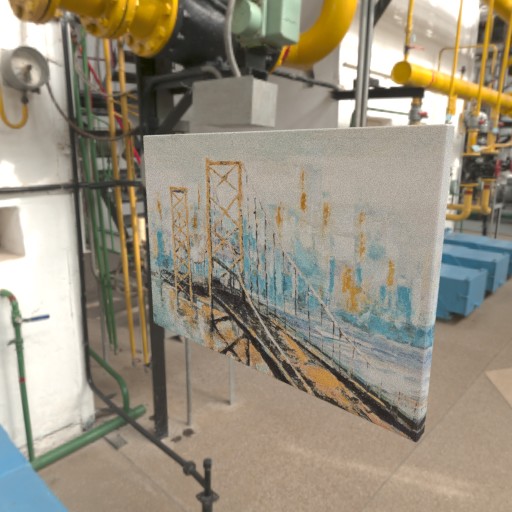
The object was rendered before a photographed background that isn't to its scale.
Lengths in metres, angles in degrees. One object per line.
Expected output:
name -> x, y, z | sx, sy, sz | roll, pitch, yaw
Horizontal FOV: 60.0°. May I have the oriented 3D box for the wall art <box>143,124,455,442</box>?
wall art -> 0.000, 0.000, 1.127 | 0.913, 0.609, 0.038 | 12, 18, 42
